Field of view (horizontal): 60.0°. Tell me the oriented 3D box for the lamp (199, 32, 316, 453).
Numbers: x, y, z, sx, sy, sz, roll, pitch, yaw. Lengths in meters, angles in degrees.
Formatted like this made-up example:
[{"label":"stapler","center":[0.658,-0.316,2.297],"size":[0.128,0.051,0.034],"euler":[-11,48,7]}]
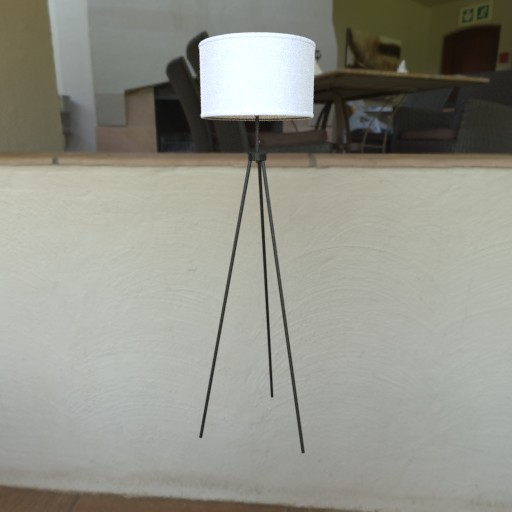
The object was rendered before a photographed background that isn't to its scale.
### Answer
[{"label":"lamp","center":[0.000,0.000,1.782],"size":[0.448,1.545,0.458],"euler":[2,15,9]}]
